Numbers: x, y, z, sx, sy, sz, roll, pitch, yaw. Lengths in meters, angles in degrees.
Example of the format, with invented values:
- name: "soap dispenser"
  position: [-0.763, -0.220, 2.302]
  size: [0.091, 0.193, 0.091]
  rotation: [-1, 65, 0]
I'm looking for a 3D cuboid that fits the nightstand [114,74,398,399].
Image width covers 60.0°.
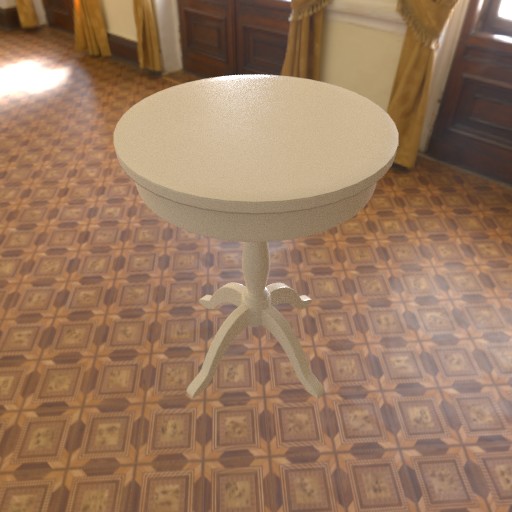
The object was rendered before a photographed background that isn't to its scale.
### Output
- name: "nightstand"
  position: [0.000, 0.000, 1.033]
  size: [0.513, 0.653, 0.513]
  rotation: [-25, 47, -26]
